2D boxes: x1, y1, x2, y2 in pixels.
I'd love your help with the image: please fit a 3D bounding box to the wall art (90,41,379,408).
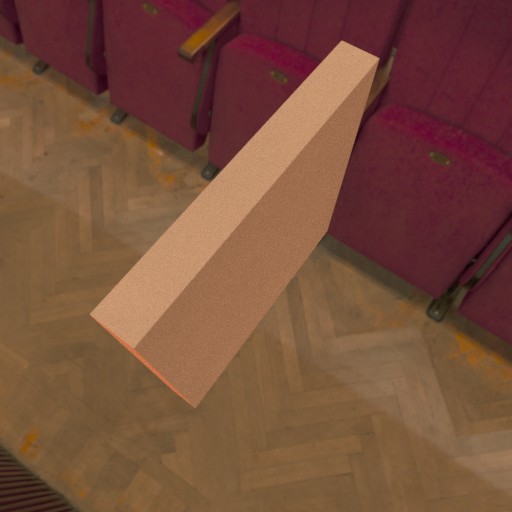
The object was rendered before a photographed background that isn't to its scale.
[{"bbox_3d":[0.000,0.000,0.464,0.038,0.305,0.305,33,69,15],"label":"wall art"}]
